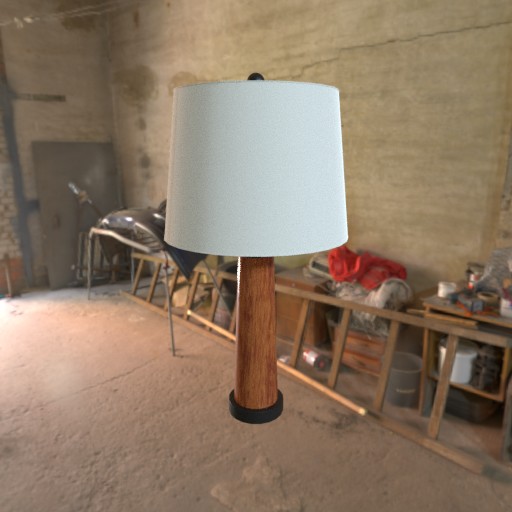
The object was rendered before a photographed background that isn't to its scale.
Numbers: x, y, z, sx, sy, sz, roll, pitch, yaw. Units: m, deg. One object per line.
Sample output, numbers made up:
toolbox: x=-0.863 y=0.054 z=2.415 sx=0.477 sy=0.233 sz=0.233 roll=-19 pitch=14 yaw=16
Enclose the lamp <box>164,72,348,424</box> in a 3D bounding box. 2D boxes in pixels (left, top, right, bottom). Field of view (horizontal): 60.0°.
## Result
lamp: x=0.000 y=0.000 z=0.864 sx=0.349 sy=0.667 sz=0.349 roll=0 pitch=14 yaw=0
